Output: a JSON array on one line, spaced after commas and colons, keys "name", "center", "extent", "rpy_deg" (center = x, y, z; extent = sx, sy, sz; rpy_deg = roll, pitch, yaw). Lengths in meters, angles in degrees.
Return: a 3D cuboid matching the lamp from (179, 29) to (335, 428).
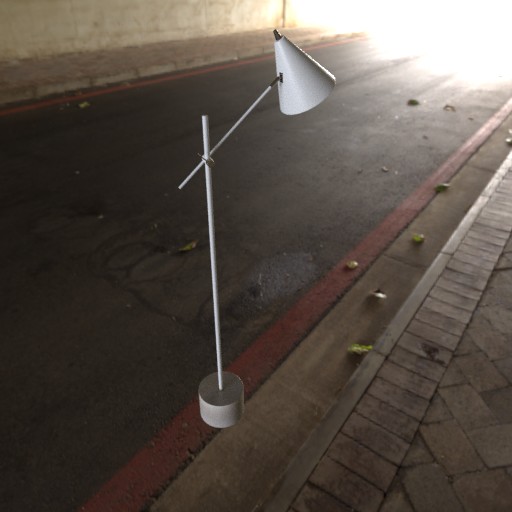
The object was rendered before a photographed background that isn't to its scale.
[{"name": "lamp", "center": [0.000, 0.000, 1.571], "extent": [0.508, 1.430, 0.223], "rpy_deg": [-12, 34, -19]}]
